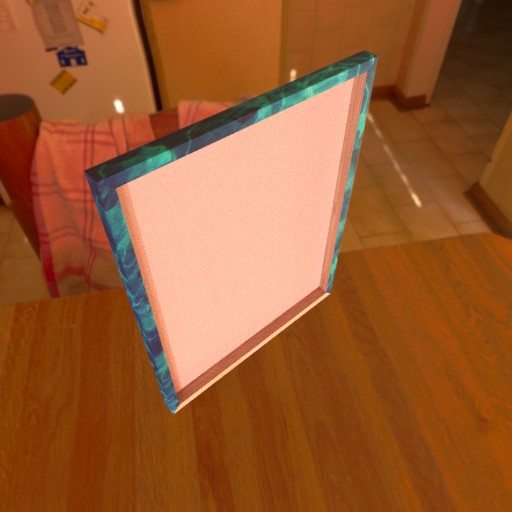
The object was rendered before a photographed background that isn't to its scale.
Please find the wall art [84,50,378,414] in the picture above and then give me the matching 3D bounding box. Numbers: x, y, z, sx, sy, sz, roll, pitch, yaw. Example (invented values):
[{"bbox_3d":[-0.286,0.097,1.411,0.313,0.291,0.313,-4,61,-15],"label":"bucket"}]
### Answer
[{"bbox_3d":[0.000,0.000,1.027,0.609,0.760,0.038,-33,55,-26],"label":"wall art"}]
